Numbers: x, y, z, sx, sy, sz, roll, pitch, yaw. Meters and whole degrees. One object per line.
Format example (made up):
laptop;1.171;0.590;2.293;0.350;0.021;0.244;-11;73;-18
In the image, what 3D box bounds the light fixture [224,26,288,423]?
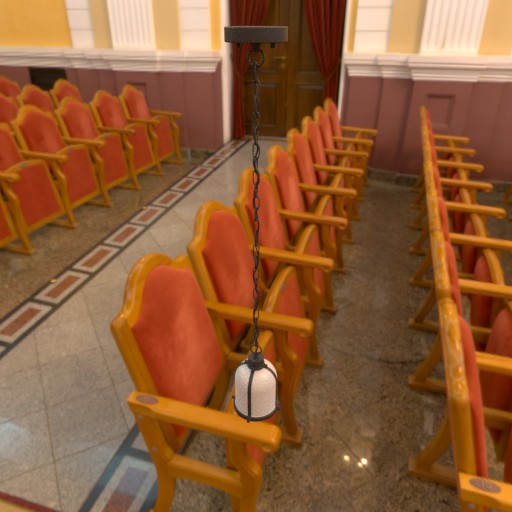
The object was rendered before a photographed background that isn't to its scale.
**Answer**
light fixture;0.000;0.000;1.285;0.178;1.181;0.178;8;29;15
